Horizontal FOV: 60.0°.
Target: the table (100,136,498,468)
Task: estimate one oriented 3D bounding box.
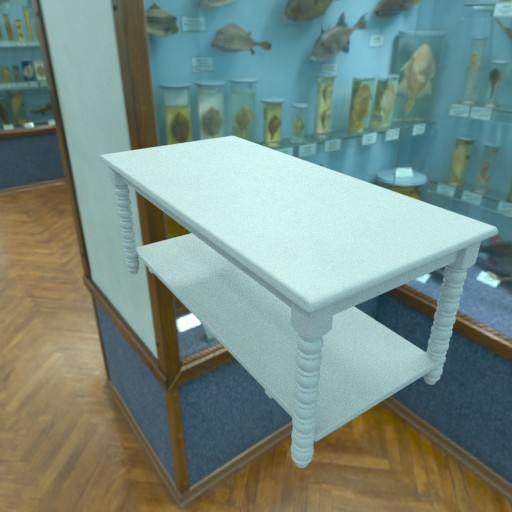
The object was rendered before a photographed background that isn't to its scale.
[{"bbox_3d":[0.000,0.000,1.423,0.580,0.487,1.171,-17,32,-30],"label":"table"}]
